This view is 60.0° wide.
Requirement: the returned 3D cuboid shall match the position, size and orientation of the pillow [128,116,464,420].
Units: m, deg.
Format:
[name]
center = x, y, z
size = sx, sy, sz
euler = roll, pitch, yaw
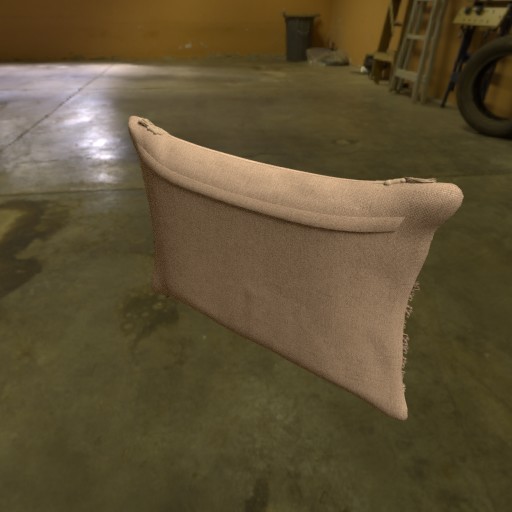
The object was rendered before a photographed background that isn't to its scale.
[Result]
[pillow]
center = 0.000, 0.000, 0.586
size = 0.466, 0.305, 0.084
euler = 21, 36, 32
